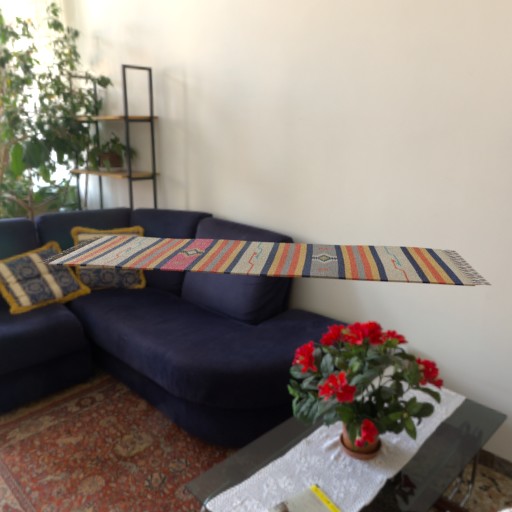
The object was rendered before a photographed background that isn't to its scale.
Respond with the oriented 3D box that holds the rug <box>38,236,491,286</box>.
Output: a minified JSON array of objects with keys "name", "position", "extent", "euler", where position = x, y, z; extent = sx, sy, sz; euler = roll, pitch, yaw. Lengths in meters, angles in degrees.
[{"name":"rug","position":[0.000,0.000,2.682],"extent":[2.455,0.017,0.695],"euler":[2,16,9]}]
